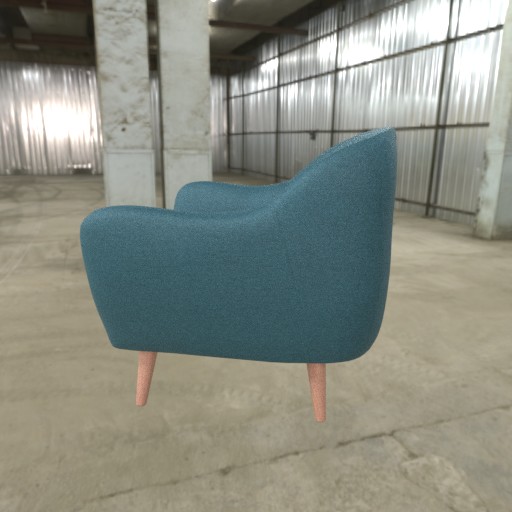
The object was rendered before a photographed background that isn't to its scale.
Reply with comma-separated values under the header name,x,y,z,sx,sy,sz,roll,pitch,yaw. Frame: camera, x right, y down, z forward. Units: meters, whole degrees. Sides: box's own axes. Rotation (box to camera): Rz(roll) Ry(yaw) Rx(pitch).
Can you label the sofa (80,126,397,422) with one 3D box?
name,x,y,z,sx,sy,sz,roll,pitch,yaw
sofa,0.000,0.000,1.471,0.825,0.817,0.836,2,14,8
